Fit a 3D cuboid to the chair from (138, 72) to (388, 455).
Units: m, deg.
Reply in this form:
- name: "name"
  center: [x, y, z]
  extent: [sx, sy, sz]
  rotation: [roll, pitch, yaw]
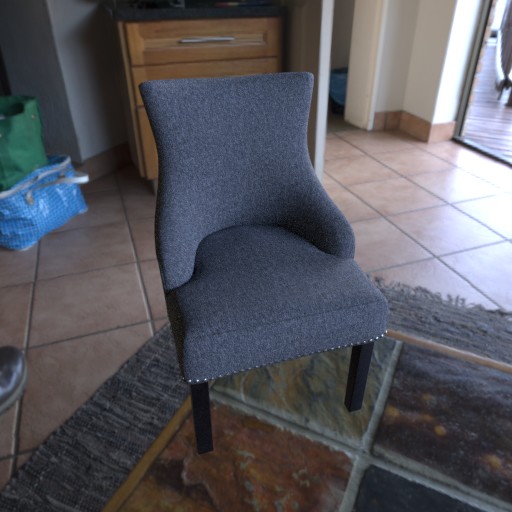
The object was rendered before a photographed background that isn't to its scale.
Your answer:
- name: "chair"
  center: [0.000, 0.000, 1.293]
  extent: [0.566, 0.909, 0.629]
  rotation: [-10, 33, -15]
